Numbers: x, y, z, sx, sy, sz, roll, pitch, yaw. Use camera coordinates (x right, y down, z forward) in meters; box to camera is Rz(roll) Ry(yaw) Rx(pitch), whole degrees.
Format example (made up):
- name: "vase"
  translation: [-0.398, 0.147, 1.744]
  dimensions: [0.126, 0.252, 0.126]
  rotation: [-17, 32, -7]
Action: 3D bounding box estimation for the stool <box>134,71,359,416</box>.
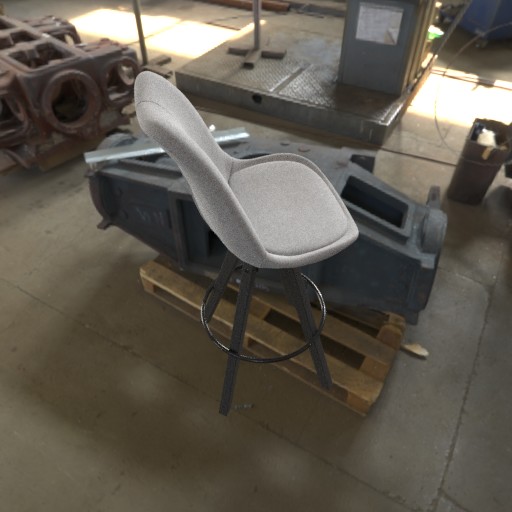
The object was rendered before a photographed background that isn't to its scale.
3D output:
- name: "stool"
  translation: [0.000, 0.000, 1.404]
  dimensions: [0.550, 1.115, 0.485]
  rotation: [-11, 46, -10]
